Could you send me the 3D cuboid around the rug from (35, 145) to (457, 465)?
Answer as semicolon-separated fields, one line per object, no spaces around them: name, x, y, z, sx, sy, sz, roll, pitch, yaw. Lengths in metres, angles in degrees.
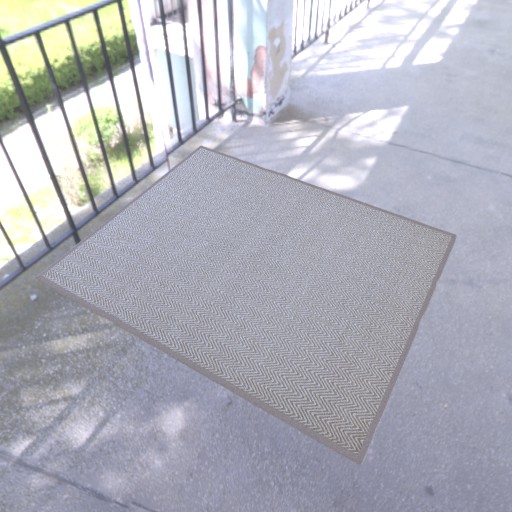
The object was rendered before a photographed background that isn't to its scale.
rug;0.000;0.000;4.021;3.007;0.032;2.434;24;51;21
